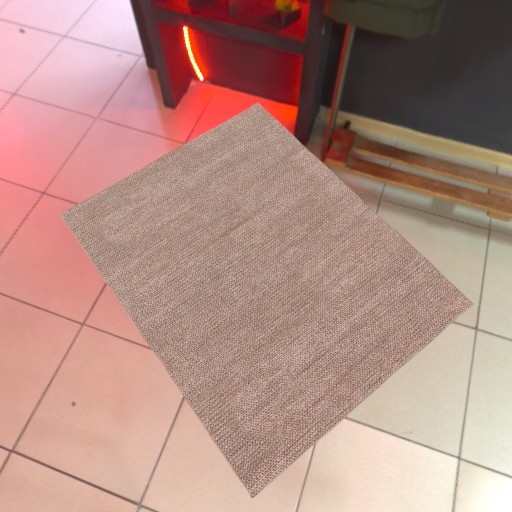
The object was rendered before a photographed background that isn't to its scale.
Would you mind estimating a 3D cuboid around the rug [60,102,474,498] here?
[{"bbox_3d":[0.000,0.000,4.048,2.429,0.030,3.052,-34,67,-17],"label":"rug"}]
